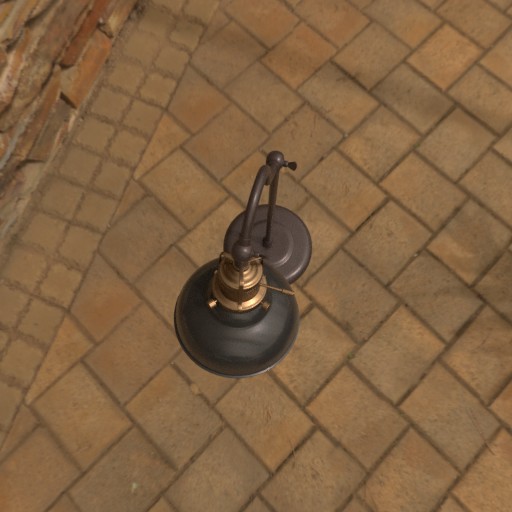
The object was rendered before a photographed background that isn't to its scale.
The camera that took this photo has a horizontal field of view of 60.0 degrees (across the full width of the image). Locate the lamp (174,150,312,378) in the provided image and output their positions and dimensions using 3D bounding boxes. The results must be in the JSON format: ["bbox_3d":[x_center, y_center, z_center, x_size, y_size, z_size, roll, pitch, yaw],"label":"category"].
[{"bbox_3d":[0.000,0.000,0.690,0.192,0.508,0.374,16,76,4],"label":"lamp"}]
